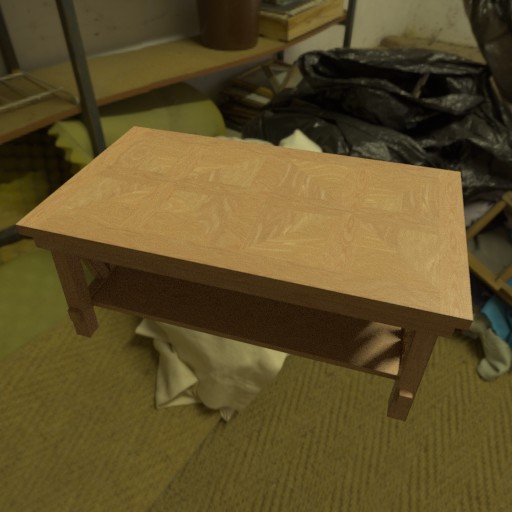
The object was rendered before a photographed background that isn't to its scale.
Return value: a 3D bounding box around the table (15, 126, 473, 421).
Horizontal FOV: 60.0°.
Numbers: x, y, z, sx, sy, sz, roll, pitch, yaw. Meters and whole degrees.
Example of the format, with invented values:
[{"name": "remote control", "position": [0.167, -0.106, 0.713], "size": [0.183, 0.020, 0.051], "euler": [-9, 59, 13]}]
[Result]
[{"name": "table", "position": [0.000, 0.000, 1.590], "size": [1.270, 0.507, 0.711], "euler": [11, 42, 13]}]
